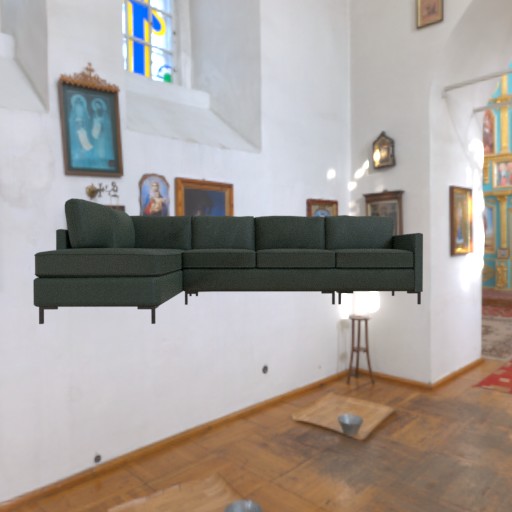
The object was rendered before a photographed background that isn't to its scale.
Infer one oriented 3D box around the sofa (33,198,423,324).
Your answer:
[{"bbox_3d":[0.000,0.000,4.348,3.384,0.996,2.048,0,1,-1],"label":"sofa"}]
